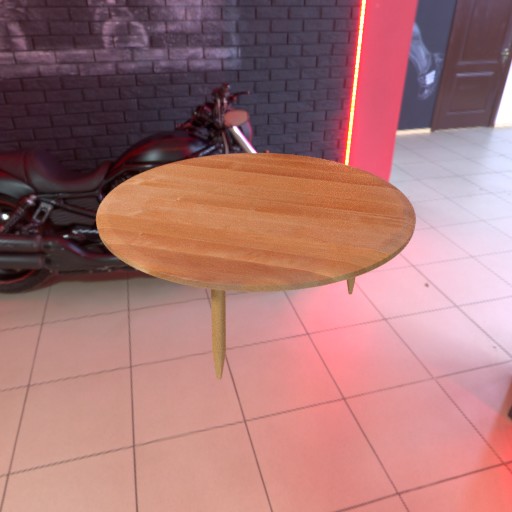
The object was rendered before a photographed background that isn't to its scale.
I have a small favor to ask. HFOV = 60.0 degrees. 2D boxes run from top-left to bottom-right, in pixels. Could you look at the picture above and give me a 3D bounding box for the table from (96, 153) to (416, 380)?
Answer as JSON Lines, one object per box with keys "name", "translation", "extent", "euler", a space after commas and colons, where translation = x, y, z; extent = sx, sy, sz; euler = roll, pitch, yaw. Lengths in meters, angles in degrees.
{"name": "table", "translation": [0.000, 0.000, 1.404], "extent": [0.900, 0.400, 0.900], "euler": [0, 30, 0]}
